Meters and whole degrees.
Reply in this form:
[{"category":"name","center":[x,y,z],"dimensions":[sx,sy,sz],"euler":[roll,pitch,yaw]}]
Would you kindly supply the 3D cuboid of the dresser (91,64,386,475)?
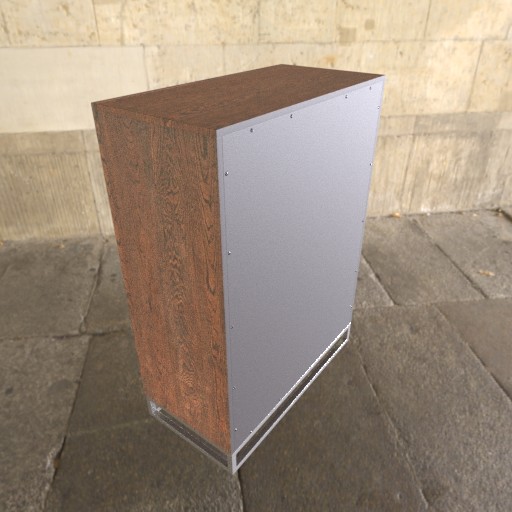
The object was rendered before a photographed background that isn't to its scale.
[{"category":"dresser","center":[0.000,0.000,1.819],"dimensions":[0.508,1.321,0.965],"euler":[21,37,31]}]
